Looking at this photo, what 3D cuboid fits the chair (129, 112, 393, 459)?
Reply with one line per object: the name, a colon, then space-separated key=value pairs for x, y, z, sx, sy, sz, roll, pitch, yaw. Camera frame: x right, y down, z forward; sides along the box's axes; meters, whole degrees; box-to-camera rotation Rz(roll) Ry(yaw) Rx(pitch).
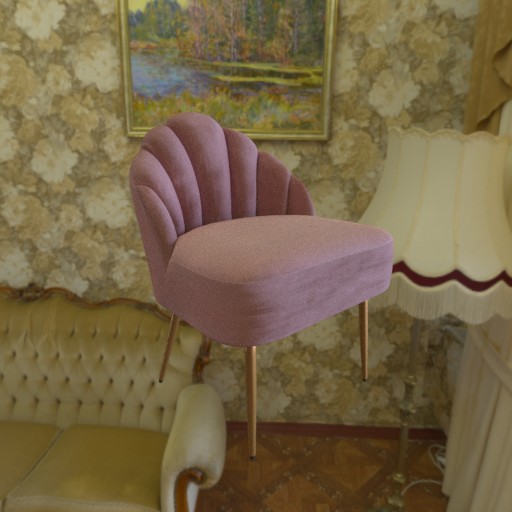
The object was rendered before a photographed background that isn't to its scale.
chair: x=0.000 y=0.000 z=1.285 sx=0.599 sy=0.819 sz=0.657 roll=14 pitch=20 yaw=43
